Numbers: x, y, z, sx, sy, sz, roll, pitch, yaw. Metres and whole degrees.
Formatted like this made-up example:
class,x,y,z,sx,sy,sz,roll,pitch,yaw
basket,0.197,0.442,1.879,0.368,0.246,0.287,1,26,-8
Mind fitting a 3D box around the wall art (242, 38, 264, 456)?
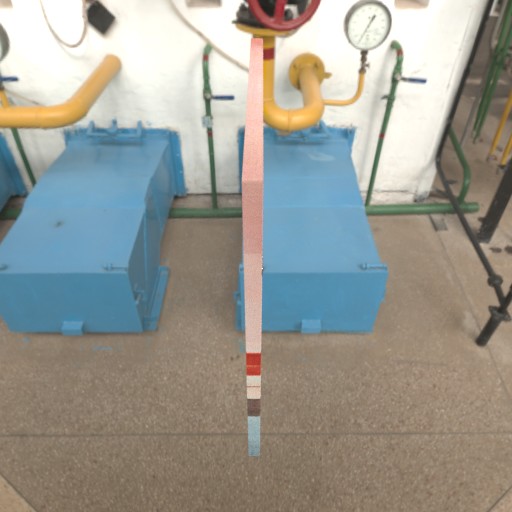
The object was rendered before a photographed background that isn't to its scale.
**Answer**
class,x,y,z,sx,sy,sz,roll,pitch,yaw
wall art,0.000,0.000,1.343,0.039,1.016,0.761,0,42,0
